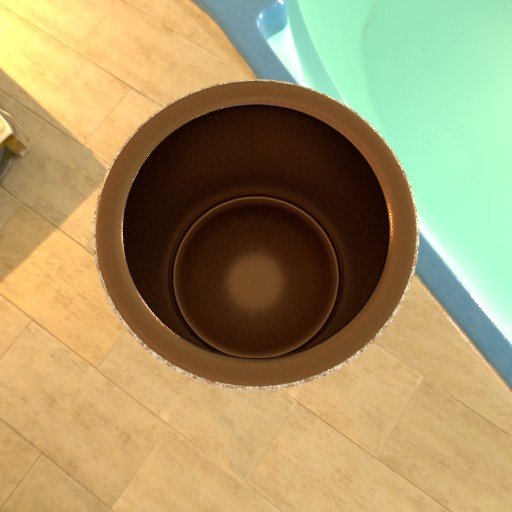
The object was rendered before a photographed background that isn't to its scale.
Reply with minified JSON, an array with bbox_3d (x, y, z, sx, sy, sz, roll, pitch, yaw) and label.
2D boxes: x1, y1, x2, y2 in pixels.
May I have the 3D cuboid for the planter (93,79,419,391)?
[{"bbox_3d":[0.000,0.000,0.190,0.109,0.096,0.109,0,76,0],"label":"planter"}]
